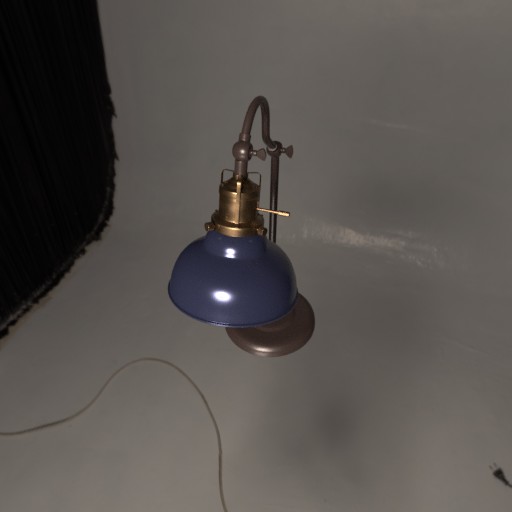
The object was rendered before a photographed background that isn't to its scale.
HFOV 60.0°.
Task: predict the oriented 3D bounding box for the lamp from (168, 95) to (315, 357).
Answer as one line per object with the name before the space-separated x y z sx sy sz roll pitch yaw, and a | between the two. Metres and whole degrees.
lamp | 0.000 0.000 0.708 0.192 0.508 0.374 12 43 14
